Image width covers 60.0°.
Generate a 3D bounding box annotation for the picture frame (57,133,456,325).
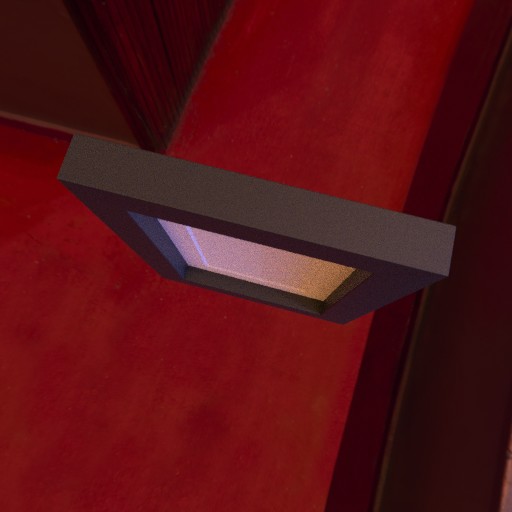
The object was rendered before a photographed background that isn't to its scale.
[{"bbox_3d":[0.000,0.000,0.276,0.157,0.208,0.028,14,77,3],"label":"picture frame"}]
